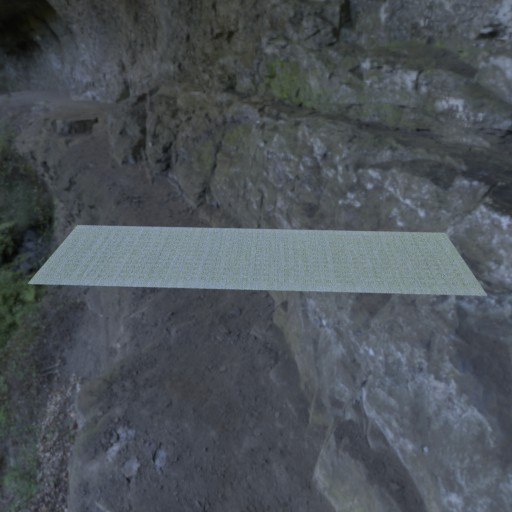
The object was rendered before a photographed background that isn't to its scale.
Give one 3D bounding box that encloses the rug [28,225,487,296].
[{"bbox_3d":[0.000,0.000,2.645,2.437,0.006,0.686,1,31,2],"label":"rug"}]
